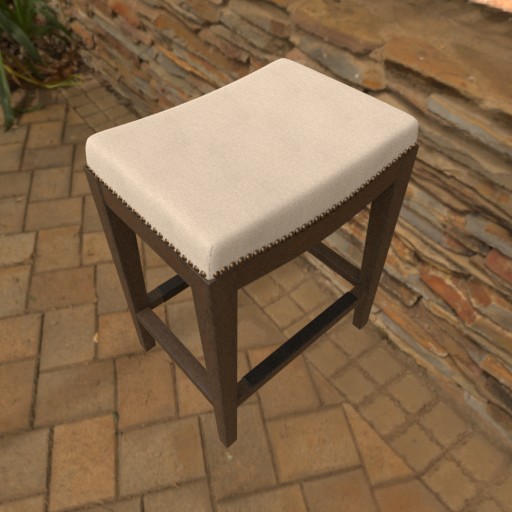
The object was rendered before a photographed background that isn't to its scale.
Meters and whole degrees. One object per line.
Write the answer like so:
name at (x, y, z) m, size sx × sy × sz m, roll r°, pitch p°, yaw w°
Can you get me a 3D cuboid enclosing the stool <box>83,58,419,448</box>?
stool at (0.000, 0.000, 0.969) m, size 0.500 × 0.642 × 0.361 m, roll -34°, pitch 56°, yaw -27°
